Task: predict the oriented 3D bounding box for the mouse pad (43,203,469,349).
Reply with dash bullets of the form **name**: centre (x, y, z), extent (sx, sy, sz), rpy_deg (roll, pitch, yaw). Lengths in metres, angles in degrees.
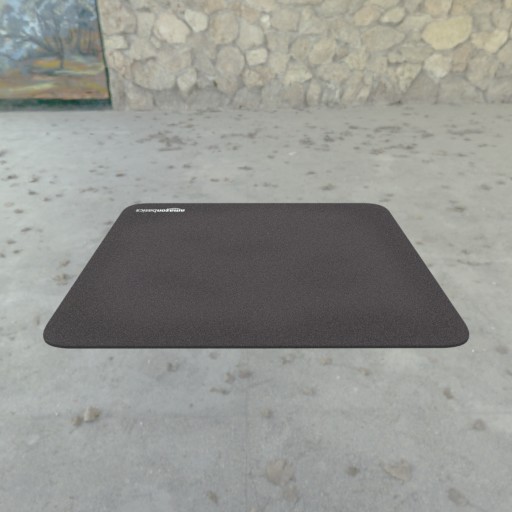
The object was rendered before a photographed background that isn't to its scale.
- **mouse pad**: centre (0.000, 0.000, 0.338), extent (0.249, 0.002, 0.211), rpy_deg (0, 29, 0)
